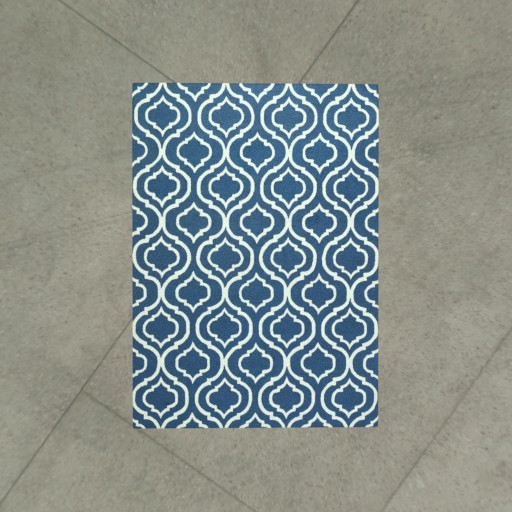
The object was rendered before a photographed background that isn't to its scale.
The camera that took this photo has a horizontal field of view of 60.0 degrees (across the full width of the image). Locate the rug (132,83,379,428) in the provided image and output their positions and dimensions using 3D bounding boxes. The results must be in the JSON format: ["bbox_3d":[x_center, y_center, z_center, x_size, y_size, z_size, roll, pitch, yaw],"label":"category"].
[{"bbox_3d":[0.000,0.000,2.748,1.524,0.010,2.134,0,90,-1],"label":"rug"}]
